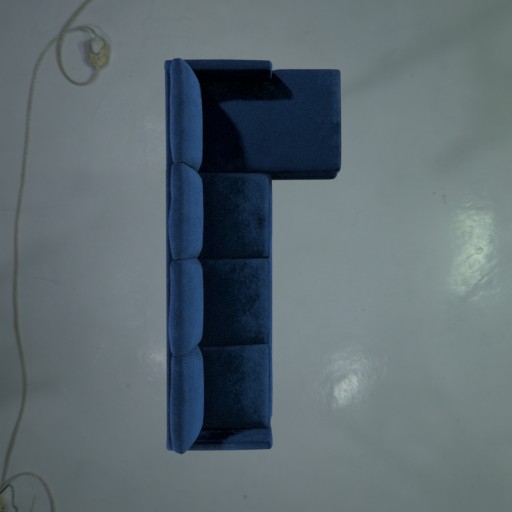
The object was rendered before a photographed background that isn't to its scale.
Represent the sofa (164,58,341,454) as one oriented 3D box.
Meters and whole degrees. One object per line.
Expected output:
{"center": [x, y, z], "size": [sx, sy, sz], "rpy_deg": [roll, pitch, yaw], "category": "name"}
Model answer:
{"center": [0.000, 0.000, 3.461], "size": [1.350, 0.810, 2.932], "rpy_deg": [0, 91, -1], "category": "sofa"}
